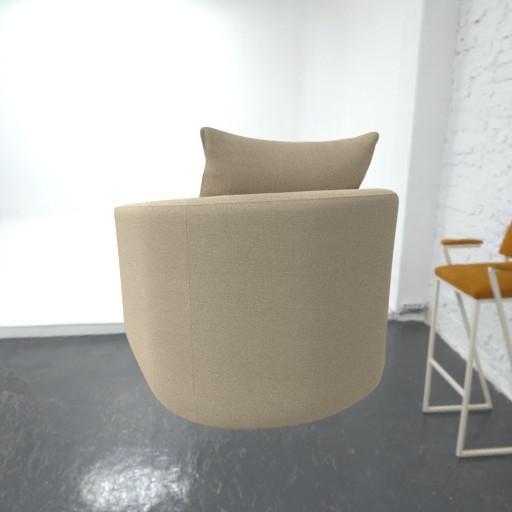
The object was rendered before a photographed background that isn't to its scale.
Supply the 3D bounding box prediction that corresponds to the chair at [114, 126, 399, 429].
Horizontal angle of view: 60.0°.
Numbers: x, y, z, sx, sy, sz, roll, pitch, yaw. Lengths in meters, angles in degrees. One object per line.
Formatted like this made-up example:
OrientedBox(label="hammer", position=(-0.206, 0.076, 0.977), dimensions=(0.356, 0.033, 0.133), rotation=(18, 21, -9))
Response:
OrientedBox(label="chair", position=(0.000, 0.000, 1.569), dimensions=(0.845, 0.848, 0.910), rotation=(-6, 15, -24))
